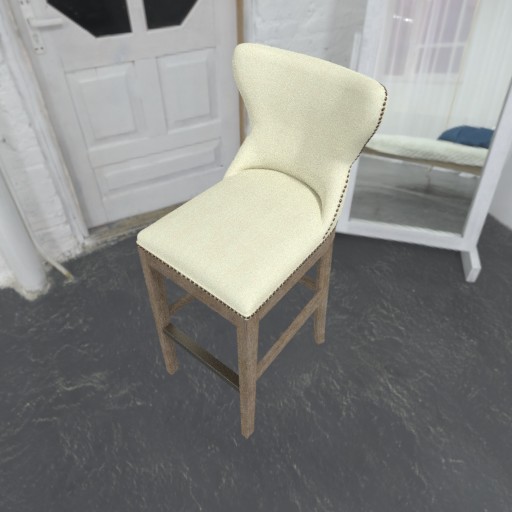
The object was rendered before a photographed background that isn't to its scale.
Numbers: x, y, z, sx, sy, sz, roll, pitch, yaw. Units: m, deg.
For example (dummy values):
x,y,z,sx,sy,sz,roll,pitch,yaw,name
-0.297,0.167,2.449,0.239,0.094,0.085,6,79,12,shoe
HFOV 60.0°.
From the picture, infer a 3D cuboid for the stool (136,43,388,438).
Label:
x,y,z,sx,sy,sz,roll,pitch,yaw,name
0.000,0.000,1.448,0.494,1.123,0.606,31,53,27,stool
